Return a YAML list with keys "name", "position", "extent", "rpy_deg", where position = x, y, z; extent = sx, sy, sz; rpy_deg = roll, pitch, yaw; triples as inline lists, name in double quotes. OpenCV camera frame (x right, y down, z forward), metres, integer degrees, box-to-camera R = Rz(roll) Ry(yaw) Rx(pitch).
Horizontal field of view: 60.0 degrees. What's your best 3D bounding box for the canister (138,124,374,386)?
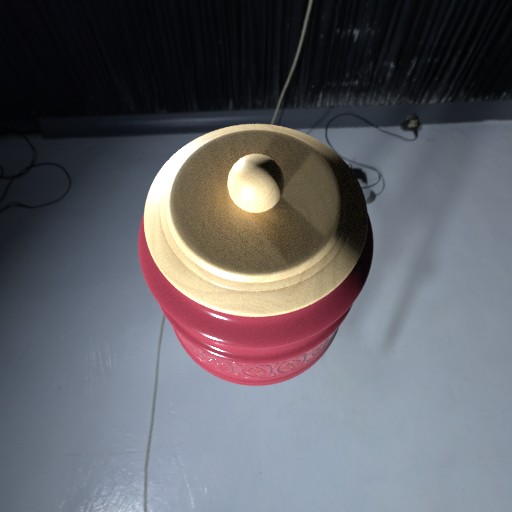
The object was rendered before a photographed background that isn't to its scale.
- name: "canister"
  position: [0.000, 0.000, 0.272]
  extent: [0.130, 0.176, 0.130]
  rpy_deg: [0, 64, 0]
